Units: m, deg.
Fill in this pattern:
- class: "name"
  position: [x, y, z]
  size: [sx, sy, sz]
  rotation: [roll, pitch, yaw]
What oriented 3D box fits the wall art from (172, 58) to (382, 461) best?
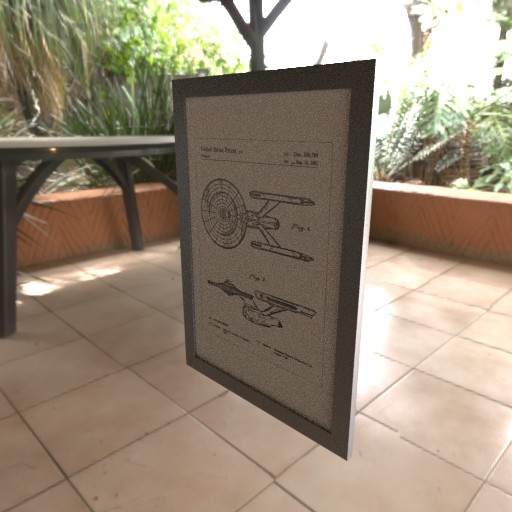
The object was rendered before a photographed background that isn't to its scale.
- class: "wall art"
  position: [0.000, 0.000, 0.685]
  size: [0.376, 0.529, 0.013]
  rotation: [16, 23, 42]
